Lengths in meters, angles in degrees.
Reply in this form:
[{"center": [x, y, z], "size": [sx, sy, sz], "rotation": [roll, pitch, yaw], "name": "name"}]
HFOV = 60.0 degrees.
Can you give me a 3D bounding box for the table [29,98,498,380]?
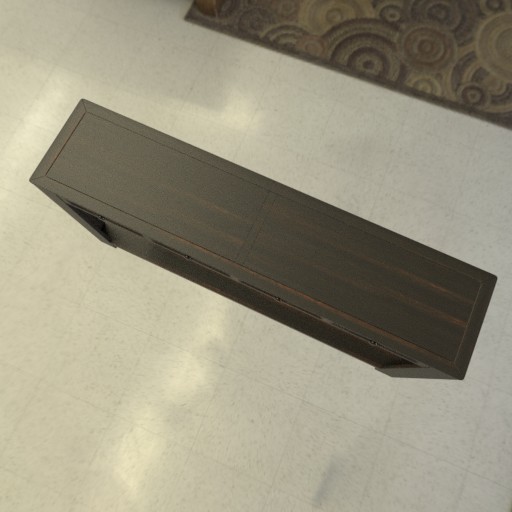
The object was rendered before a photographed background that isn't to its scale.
[{"center": [0.000, 0.000, 1.909], "size": [1.631, 0.762, 0.384], "rotation": [24, 77, 6], "name": "table"}]
